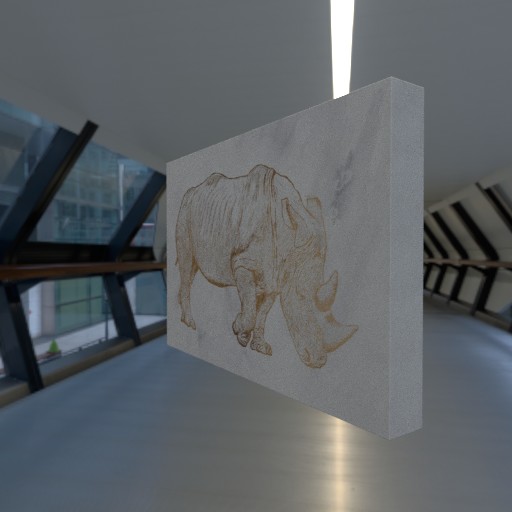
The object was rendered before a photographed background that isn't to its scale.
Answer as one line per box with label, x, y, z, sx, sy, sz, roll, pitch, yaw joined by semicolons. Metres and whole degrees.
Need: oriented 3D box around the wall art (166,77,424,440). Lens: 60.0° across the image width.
wall art;0.000;0.000;0.476;0.038;0.254;0.381;-1;1;-35
